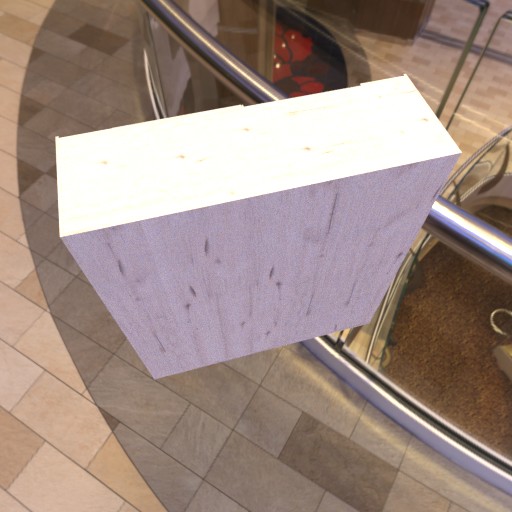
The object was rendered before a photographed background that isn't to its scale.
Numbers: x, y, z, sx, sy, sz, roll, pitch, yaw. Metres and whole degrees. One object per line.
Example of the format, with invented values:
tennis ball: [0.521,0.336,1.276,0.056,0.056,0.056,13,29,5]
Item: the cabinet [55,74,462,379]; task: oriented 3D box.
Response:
cabinet: [0.000,0.000,3.218,2.000,2.180,0.660,-13,59,-8]
